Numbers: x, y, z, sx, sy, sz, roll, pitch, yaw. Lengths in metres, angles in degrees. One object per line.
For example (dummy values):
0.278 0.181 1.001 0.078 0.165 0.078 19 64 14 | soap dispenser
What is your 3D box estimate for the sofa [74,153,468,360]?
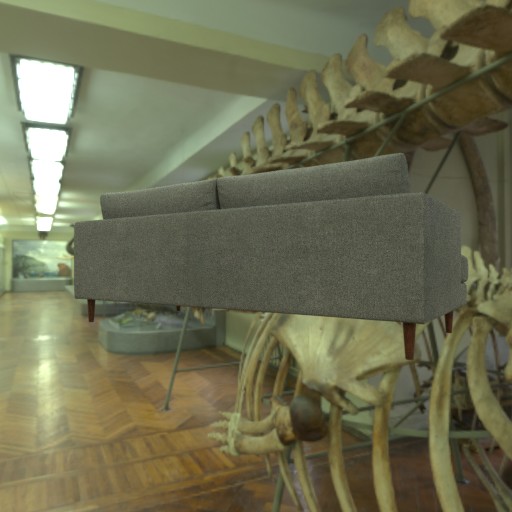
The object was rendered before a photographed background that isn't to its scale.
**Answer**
0.000 0.000 2.730 2.250 0.868 1.020 -1 -1 34 | sofa
